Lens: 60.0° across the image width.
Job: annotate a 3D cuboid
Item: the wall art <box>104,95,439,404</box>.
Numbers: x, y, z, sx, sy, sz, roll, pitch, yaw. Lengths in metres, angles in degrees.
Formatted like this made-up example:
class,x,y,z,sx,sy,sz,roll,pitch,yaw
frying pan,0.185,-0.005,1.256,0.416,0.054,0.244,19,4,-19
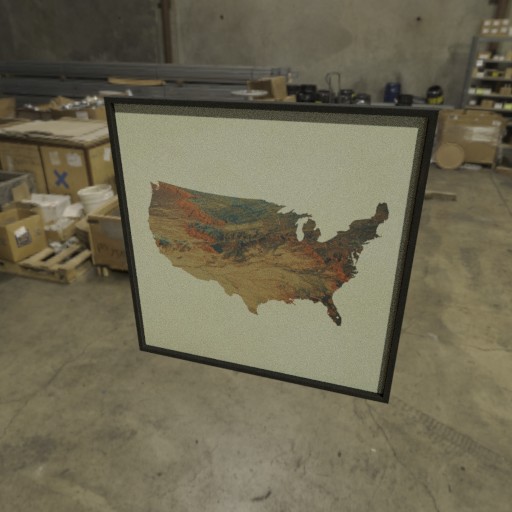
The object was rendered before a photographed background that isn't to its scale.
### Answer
class,x,y,z,sx,sy,sz,roll,pitch,yaw
wall art,0.000,0.000,1.150,0.762,0.762,0.038,8,27,16
